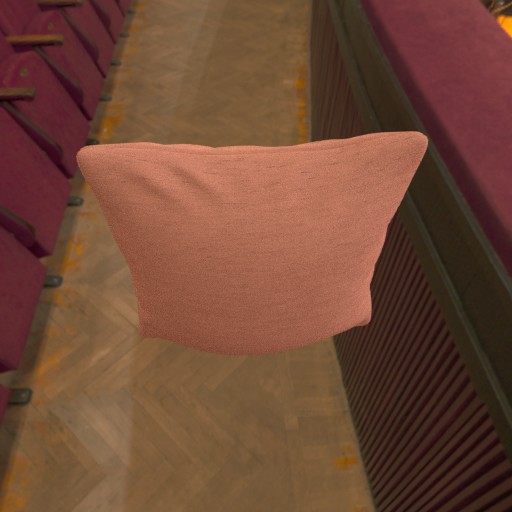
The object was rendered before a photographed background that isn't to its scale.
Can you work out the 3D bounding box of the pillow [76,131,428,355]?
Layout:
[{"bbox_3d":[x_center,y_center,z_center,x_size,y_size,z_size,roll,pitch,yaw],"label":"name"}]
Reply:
[{"bbox_3d":[0.000,0.000,0.685,0.432,0.415,0.246,-3,48,-3],"label":"pillow"}]
